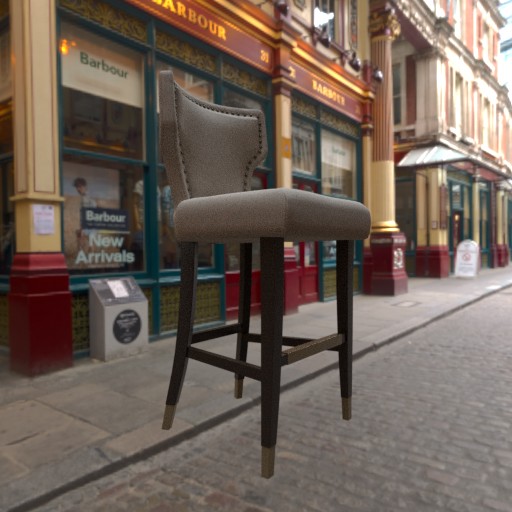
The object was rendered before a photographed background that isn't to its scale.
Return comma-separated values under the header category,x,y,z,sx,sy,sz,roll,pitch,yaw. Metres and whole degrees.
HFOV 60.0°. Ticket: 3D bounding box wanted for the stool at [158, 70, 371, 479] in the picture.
category,x,y,z,sx,sy,sz,roll,pitch,yaw
stool,0.000,0.000,1.404,0.563,1.092,0.526,1,1,37
